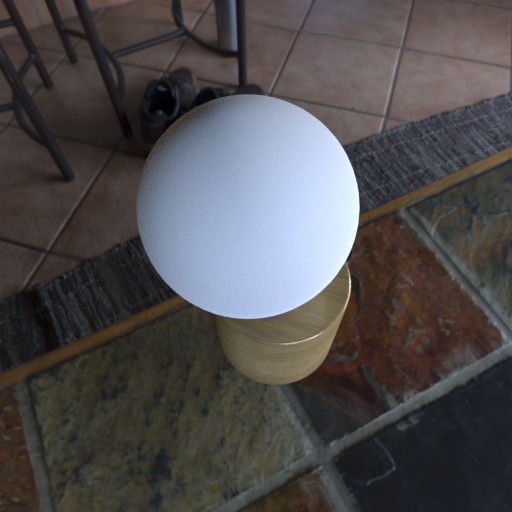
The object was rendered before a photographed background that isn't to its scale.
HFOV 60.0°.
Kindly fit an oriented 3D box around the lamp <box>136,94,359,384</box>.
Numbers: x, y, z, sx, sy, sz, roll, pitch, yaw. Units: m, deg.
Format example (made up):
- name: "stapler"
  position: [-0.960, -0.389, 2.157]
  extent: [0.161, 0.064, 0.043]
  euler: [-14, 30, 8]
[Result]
- name: "lamp"
  position: [0.000, 0.000, 0.335]
  extent: [0.152, 0.250, 0.141]
  euler: [17, 60, 10]
